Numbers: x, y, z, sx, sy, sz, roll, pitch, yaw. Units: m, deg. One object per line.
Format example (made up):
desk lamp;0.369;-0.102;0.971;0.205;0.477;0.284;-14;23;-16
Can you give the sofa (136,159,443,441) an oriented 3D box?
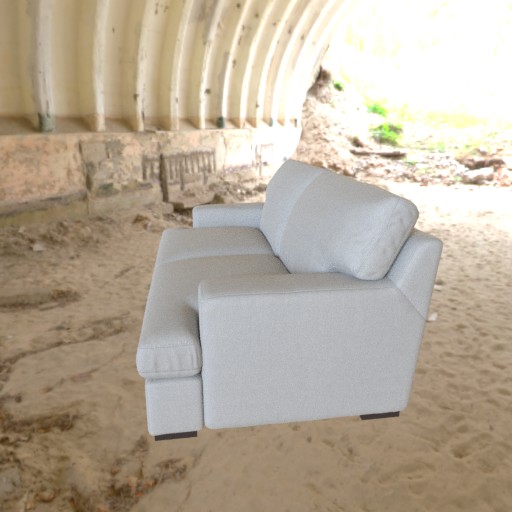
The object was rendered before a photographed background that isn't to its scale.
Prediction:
sofa;0.000;0.000;2.477;1.143;0.940;1.880;-2;17;-8
